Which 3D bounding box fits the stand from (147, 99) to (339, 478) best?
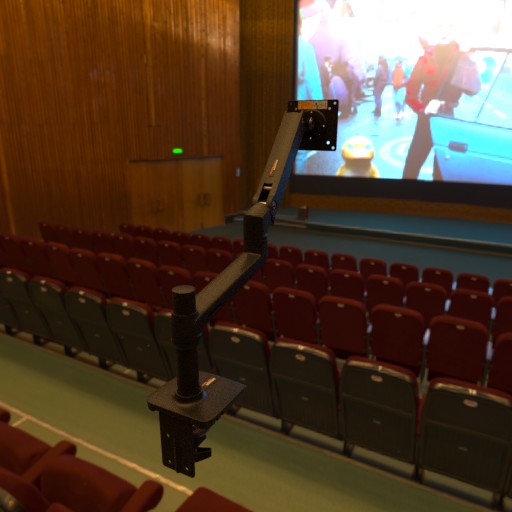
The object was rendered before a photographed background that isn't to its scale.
[{"bbox_3d":[0.000,0.000,1.030,0.152,0.713,0.650,9,19,27],"label":"stand"}]
